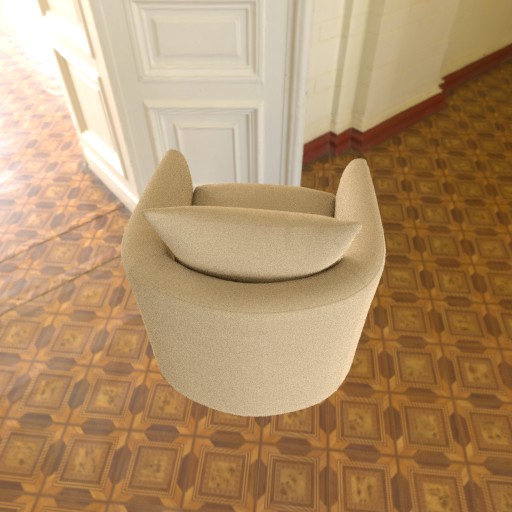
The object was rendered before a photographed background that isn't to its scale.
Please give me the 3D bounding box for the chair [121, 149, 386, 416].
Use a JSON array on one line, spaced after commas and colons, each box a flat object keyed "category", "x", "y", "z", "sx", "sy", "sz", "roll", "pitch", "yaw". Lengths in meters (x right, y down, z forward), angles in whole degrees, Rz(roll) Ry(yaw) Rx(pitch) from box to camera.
[{"category": "chair", "x": 0.000, "y": 0.000, "z": 1.633, "sx": 0.845, "sy": 0.848, "sz": 0.910, "roll": 4, "pitch": 47, "yaw": 4}]
